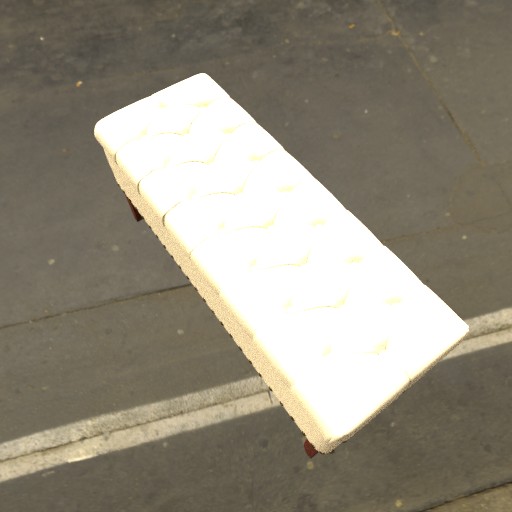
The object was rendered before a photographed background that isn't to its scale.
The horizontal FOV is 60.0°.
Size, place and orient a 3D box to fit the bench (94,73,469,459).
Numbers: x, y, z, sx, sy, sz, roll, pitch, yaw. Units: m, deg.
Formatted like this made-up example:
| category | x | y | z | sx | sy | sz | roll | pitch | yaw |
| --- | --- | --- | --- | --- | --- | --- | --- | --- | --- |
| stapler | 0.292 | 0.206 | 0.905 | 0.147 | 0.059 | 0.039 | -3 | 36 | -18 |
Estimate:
| category | x | y | z | sx | sy | sz | roll | pitch | yaw |
| --- | --- | --- | --- | --- | --- | --- | --- | --- | --- |
| bench | 0.000 | 0.000 | 1.282 | 0.400 | 0.470 | 1.054 | -32 | 65 | -17 |
